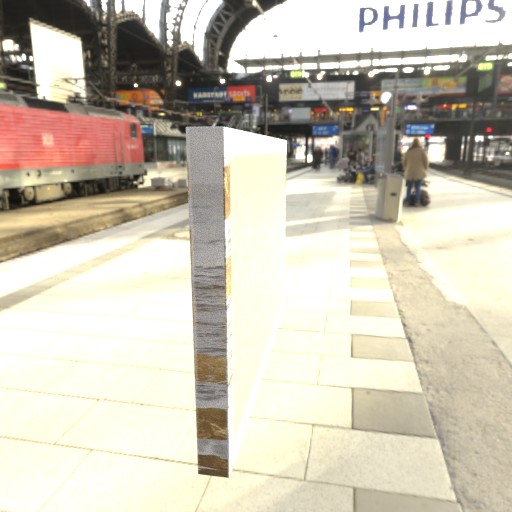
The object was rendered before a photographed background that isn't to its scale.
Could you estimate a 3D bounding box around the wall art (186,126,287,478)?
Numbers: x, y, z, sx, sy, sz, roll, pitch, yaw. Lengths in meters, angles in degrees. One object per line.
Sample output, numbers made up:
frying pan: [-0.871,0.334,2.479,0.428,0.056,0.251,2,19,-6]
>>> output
wall art: [0.000,0.000,0.780,0.041,0.407,0.606,2,14,9]
